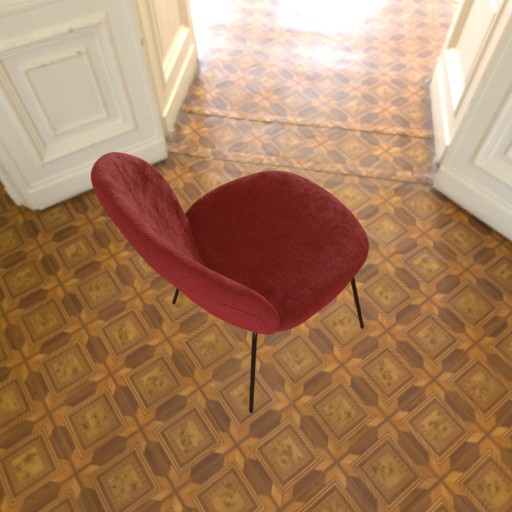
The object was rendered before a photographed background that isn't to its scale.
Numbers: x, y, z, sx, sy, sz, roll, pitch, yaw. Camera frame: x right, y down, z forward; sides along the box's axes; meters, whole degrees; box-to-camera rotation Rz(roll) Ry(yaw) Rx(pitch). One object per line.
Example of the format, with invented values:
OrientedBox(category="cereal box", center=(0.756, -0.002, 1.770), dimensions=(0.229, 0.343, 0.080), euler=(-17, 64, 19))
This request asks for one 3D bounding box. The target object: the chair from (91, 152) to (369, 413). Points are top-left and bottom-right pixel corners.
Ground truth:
OrientedBox(category="chair", center=(0.000, 0.000, 1.132), dimensions=(0.587, 0.791, 0.458), euler=(-32, 62, -19))
